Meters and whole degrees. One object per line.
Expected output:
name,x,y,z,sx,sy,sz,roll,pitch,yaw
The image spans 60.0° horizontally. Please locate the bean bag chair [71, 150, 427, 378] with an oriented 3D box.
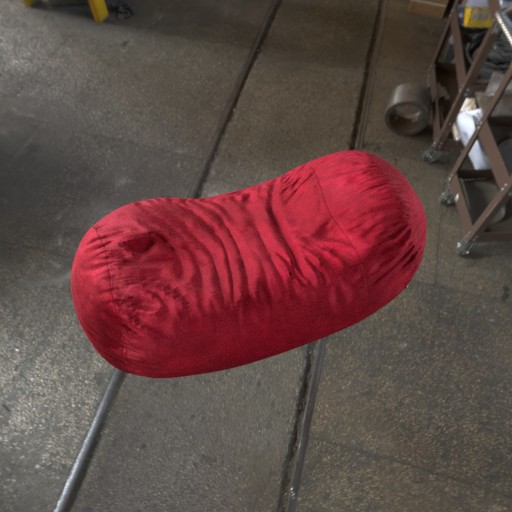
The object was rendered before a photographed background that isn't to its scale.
bean bag chair,0.000,0.000,2.864,2.293,0.867,1.216,-16,60,-10
